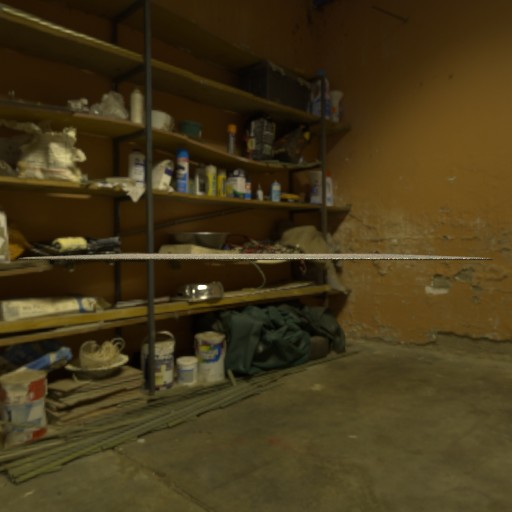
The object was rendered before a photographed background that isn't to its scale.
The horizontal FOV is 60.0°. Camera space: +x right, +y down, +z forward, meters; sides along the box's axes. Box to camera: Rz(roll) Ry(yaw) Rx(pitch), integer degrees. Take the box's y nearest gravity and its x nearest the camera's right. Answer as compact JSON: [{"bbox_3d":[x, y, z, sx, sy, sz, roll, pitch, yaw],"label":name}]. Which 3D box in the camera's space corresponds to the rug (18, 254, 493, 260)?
[{"bbox_3d":[0.000,0.000,2.861,2.214,0.013,1.609,0,1,1],"label":"rug"}]
